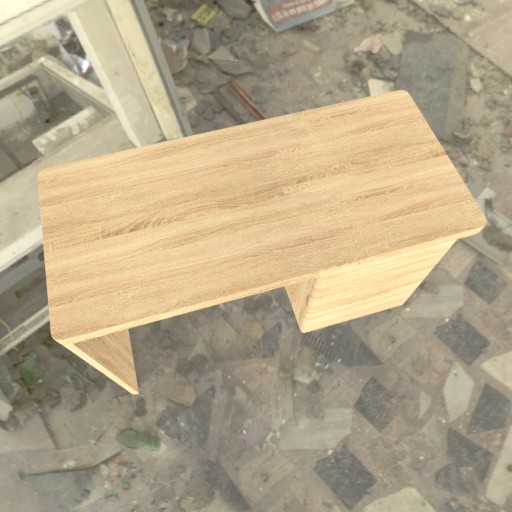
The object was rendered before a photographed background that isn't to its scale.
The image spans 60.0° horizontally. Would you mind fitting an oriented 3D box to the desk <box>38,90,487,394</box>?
[{"bbox_3d":[0.000,0.000,1.616,1.200,0.760,0.550,-15,64,-7],"label":"desk"}]
